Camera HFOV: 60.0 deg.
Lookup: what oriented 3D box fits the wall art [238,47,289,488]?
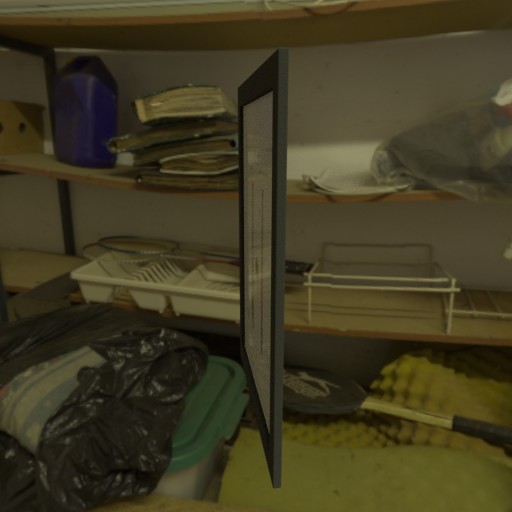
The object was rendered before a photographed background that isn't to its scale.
[{"bbox_3d":[0.000,0.000,0.689,0.012,0.529,0.374,-2,15,-8],"label":"wall art"}]
